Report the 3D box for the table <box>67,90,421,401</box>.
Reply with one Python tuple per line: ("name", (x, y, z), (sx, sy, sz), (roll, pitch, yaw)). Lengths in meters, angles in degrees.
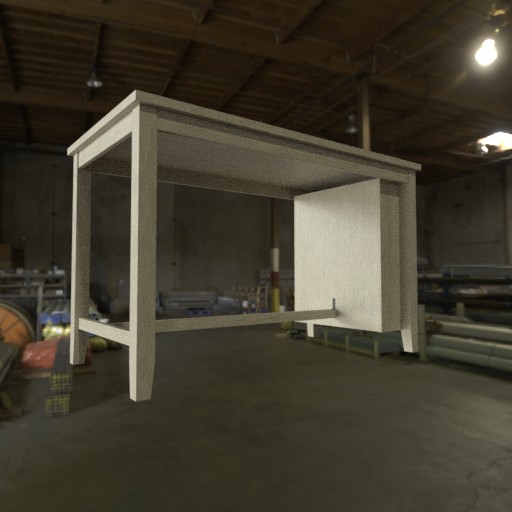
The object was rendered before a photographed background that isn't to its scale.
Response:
("table", (0.000, 0.000, 1.938), (1.397, 0.874, 0.729), (2, -3, -37))
